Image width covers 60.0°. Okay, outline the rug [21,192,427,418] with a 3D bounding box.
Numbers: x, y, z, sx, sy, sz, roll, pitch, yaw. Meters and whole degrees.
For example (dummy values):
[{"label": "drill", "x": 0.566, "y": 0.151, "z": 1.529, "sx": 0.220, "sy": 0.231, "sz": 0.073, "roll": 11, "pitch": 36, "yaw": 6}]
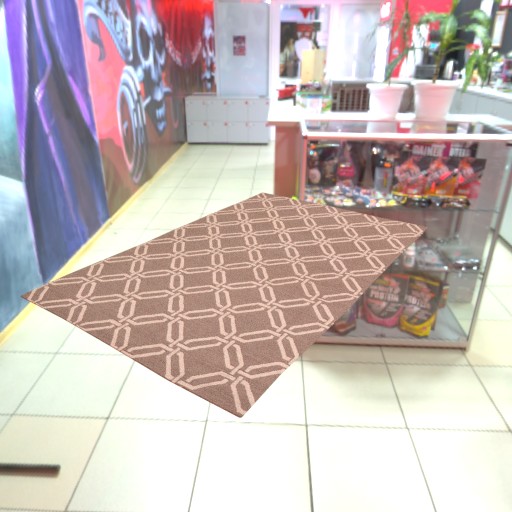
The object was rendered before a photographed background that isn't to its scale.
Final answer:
[{"label": "rug", "x": 0.000, "y": 0.000, "z": 2.150, "sx": 1.142, "sy": 0.010, "sz": 1.748, "roll": 17, "pitch": 30, "yaw": 32}]
